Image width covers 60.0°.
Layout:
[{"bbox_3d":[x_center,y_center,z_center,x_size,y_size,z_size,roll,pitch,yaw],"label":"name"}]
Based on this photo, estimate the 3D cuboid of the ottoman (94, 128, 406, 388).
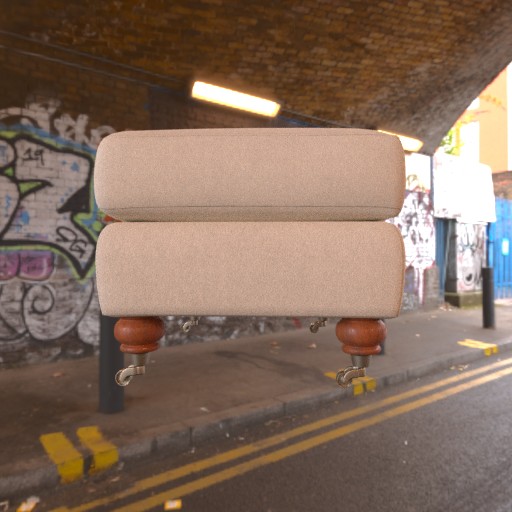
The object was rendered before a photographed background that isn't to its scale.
[{"bbox_3d":[0.000,0.000,1.144,0.569,0.499,0.773,0,0,2],"label":"ottoman"}]
